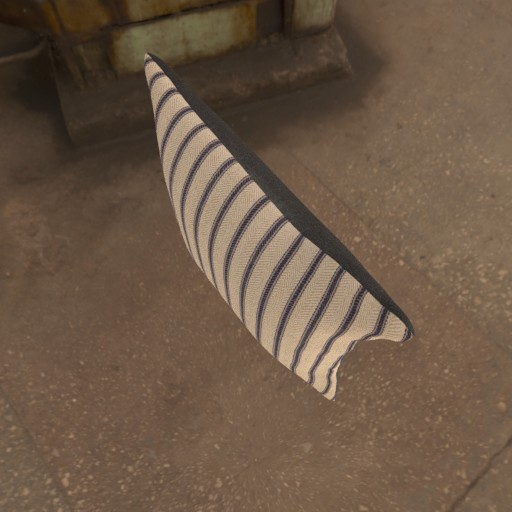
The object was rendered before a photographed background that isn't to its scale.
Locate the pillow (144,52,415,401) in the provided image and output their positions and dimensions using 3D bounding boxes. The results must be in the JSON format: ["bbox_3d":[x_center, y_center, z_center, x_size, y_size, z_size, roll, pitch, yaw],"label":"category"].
[{"bbox_3d":[0.000,0.000,0.679,0.138,0.444,0.468,-35,70,-15],"label":"pillow"}]
